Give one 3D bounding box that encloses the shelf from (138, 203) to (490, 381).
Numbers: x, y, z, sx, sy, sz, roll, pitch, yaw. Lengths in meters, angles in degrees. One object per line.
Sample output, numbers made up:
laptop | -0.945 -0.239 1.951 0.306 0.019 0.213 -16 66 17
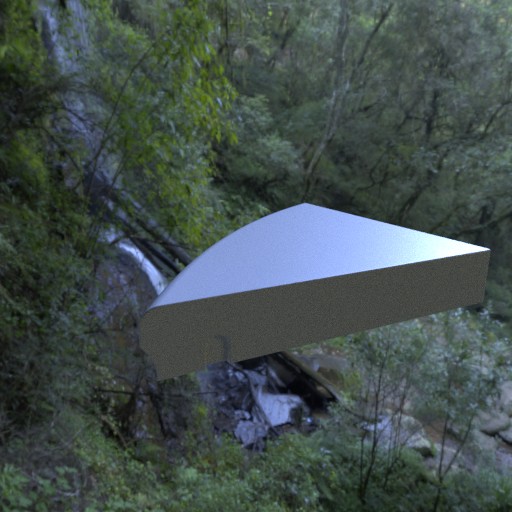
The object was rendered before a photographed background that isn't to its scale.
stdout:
shelf | 0.000 0.000 0.463 0.310 0.050 0.310 -8 17 -26
